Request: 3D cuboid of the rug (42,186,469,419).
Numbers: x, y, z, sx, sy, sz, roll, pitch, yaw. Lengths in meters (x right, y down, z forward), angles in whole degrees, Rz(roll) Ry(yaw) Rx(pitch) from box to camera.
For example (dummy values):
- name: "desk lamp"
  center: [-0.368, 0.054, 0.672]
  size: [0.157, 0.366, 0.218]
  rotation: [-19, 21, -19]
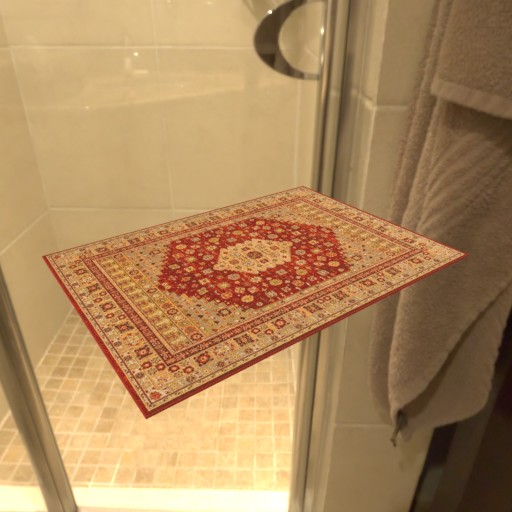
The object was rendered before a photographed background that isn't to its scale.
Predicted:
- name: "rug"
  center: [0.000, 0.000, 2.830]
  size: [2.211, 0.013, 1.593]
  rotation: [-19, 34, -31]
